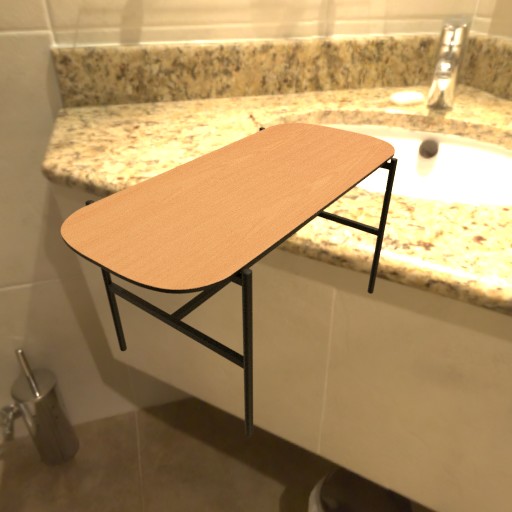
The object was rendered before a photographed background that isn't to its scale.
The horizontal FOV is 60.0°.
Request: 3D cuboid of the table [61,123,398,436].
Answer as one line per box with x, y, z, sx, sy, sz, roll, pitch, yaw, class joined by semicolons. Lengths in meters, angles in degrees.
0.000;0.000;1.054;0.400;0.400;0.800;23;40;30;table
